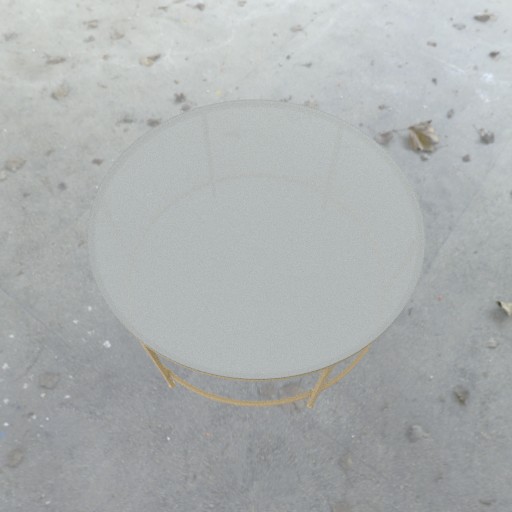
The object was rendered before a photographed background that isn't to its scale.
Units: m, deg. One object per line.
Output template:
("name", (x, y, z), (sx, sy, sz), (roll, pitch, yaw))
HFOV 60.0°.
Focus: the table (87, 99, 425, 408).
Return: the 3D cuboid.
("table", (0.000, 0.000, 1.421), (0.914, 0.470, 0.914), (0, 60, 0))
